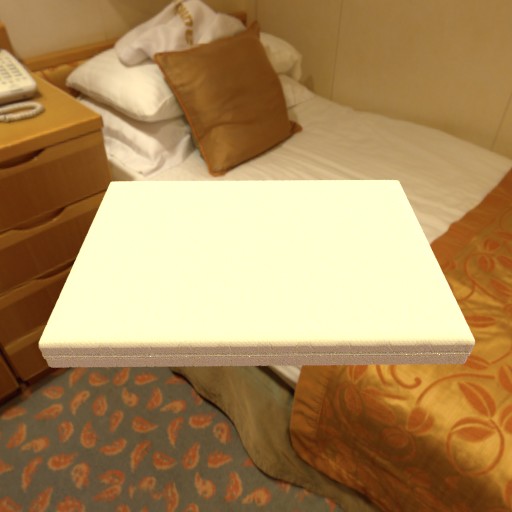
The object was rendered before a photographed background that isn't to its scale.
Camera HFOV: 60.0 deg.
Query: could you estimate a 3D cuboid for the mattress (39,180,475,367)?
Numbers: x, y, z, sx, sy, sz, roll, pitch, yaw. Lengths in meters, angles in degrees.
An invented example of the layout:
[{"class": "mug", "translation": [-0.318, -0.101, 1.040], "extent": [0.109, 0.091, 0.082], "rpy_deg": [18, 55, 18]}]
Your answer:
[{"class": "mattress", "translation": [0.000, 0.000, 2.583], "extent": [2.000, 0.200, 1.400], "rpy_deg": [0, 41, 0]}]
